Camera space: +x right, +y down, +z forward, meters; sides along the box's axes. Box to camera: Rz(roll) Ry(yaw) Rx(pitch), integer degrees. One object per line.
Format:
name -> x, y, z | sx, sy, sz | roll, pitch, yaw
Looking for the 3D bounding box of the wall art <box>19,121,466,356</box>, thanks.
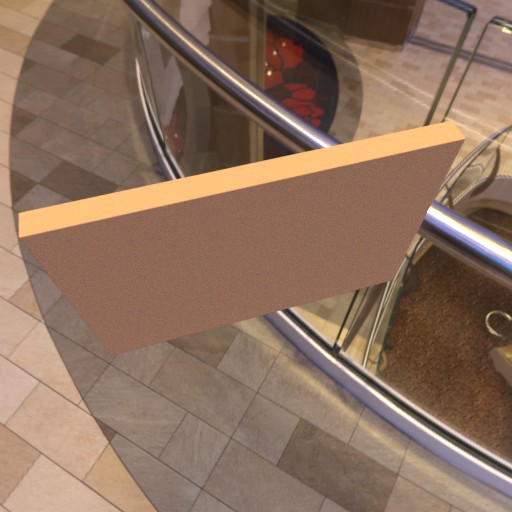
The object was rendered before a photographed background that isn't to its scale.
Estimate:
wall art -> 0.000, 0.000, 0.764 | 0.609, 0.407, 0.039 | -14, 58, -9
